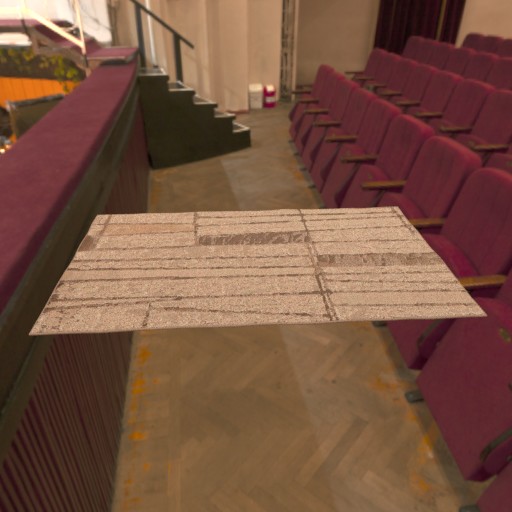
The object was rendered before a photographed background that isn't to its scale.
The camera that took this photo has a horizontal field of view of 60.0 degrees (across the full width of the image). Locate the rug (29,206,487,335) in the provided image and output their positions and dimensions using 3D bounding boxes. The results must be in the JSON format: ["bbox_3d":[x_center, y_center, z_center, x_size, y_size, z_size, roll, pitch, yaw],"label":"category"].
[{"bbox_3d":[0.000,0.000,1.053,0.867,0.007,0.515,-2,30,-3],"label":"rug"}]
